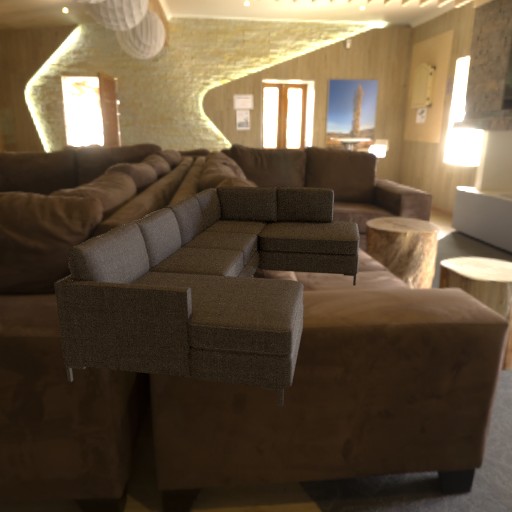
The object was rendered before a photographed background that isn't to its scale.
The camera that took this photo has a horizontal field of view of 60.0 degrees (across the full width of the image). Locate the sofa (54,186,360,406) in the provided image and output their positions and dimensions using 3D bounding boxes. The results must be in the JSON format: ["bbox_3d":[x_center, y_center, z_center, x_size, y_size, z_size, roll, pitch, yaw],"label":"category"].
[{"bbox_3d":[0.000,0.000,4.334,2.048,0.999,3.423,3,16,10],"label":"sofa"}]
